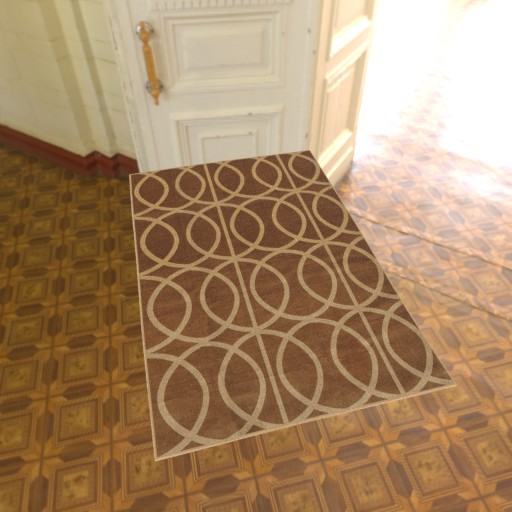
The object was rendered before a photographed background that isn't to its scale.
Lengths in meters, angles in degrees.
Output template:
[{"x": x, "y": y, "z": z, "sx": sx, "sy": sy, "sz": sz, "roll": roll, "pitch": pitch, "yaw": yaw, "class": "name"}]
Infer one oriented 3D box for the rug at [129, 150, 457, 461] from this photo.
[{"x": 0.000, "y": 0.000, "z": 2.895, "sx": 1.528, "sy": 0.014, "sz": 2.294, "roll": -10, "pitch": 46, "yaw": -10, "class": "rug"}]
